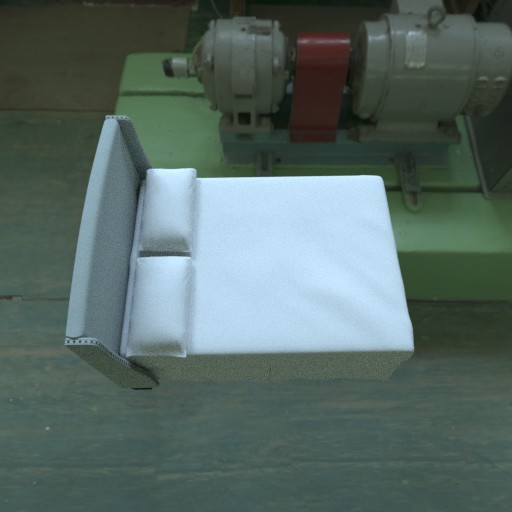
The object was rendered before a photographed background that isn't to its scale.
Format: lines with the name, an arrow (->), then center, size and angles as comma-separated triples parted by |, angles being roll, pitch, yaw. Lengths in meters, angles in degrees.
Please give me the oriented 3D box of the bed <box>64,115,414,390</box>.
bed -> 0.000, 0.000, 3.403 | 2.237, 1.407, 1.710 | -1, 63, -1
